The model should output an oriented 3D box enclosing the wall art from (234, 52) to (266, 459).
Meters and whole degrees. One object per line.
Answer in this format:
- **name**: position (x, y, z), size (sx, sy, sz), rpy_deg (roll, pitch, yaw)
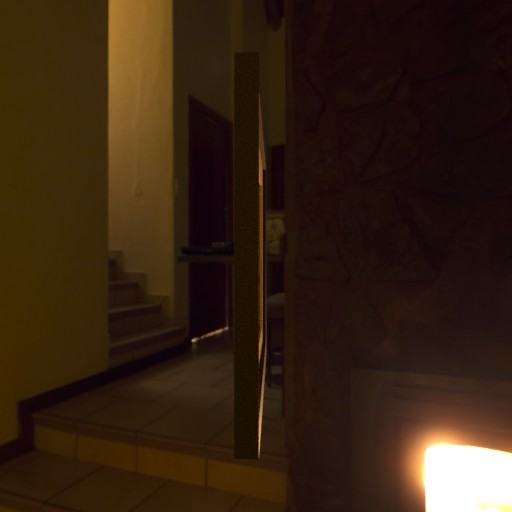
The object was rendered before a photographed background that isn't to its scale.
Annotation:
- **wall art**: position (0.000, 0.000, 0.780), size (0.028, 0.460, 0.561), rpy_deg (0, 0, 2)
